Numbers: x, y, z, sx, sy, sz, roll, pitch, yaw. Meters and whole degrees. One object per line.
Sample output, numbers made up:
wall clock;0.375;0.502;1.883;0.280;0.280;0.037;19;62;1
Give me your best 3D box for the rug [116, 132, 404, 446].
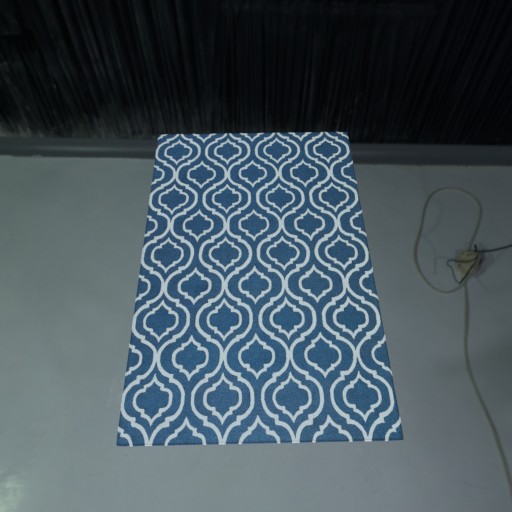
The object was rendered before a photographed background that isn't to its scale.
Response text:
rug;0.000;0.000;2.221;1.143;0.010;1.753;-1;58;-1
